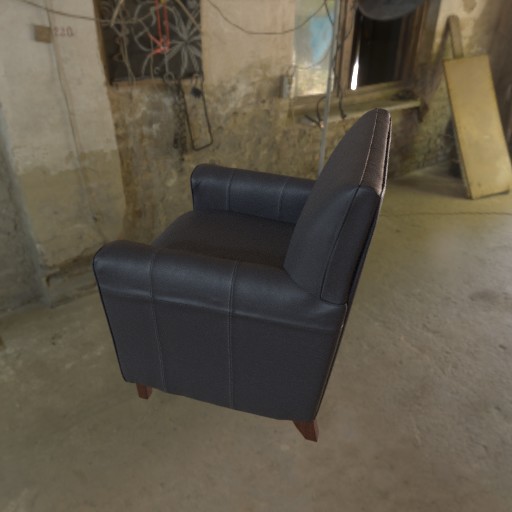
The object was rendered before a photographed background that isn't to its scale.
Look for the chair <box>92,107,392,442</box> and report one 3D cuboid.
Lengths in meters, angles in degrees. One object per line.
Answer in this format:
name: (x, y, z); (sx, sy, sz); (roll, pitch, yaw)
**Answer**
chair: (0.000, 0.000, 1.634); (0.825, 0.943, 0.870); (8, 32, 14)
